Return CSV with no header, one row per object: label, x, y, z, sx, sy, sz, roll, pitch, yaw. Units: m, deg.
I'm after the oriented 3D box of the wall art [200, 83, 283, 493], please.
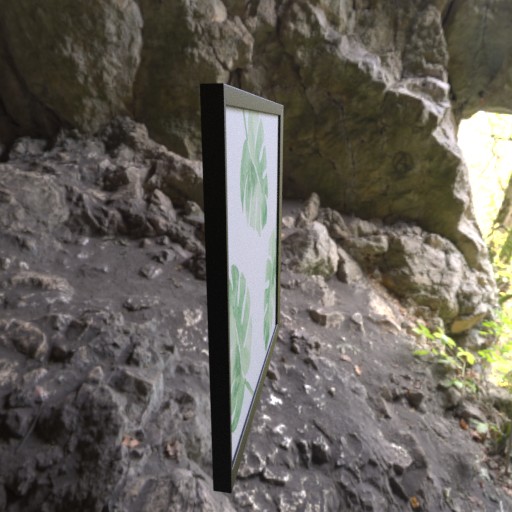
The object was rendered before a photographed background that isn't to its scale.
wall art,0.000,0.000,1.140,0.038,0.765,0.765,3,17,10
